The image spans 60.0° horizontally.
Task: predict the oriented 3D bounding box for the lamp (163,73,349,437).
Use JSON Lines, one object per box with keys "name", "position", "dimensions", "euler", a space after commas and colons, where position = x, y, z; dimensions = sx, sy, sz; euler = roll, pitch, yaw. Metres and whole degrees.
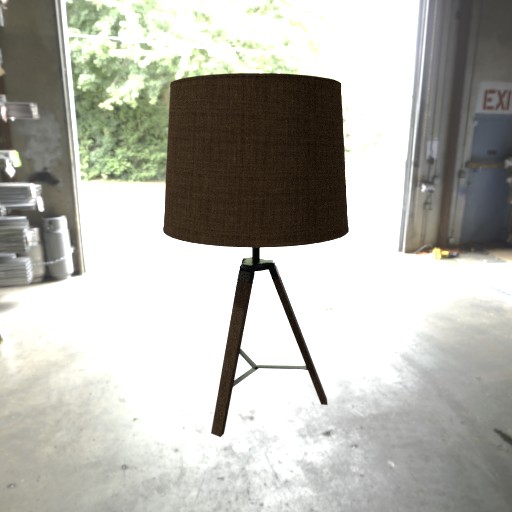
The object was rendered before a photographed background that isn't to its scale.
{"name": "lamp", "position": [0.000, 0.000, 0.713], "dimensions": [0.290, 0.514, 0.290], "euler": [0, 14, 0]}
